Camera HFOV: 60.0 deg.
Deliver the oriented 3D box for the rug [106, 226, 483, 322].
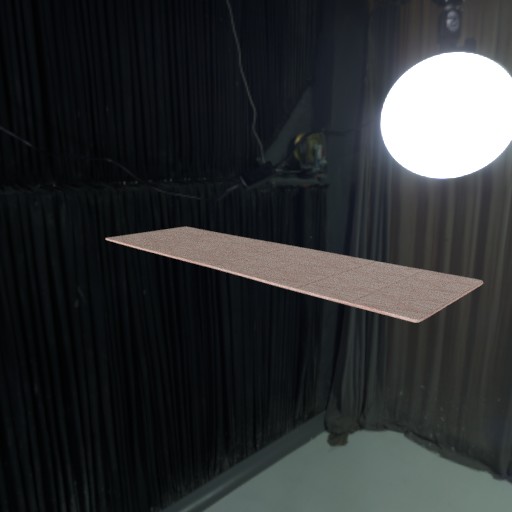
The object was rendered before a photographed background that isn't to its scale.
[{"bbox_3d":[0.000,0.000,2.761,2.435,0.015,0.760,12,18,43],"label":"rug"}]
